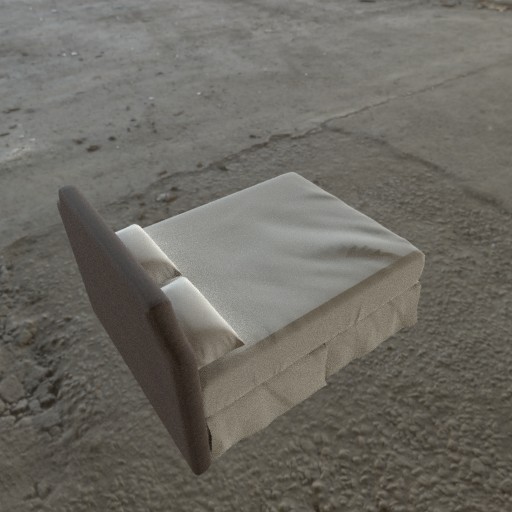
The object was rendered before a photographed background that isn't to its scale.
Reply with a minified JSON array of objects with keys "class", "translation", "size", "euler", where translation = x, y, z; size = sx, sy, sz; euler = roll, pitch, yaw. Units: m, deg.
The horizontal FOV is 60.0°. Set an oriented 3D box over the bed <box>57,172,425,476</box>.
[{"class":"bed","translation":[0.000,0.000,3.214],"size":[2.116,1.290,1.693],"euler":[-25,46,-27]}]
